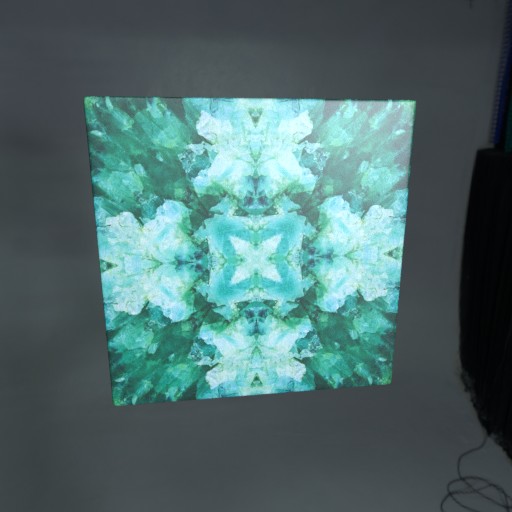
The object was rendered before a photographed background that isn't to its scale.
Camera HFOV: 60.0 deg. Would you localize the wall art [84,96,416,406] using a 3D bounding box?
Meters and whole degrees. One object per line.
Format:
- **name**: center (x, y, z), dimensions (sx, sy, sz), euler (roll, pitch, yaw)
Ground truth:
- **wall art**: center (0.000, 0.000, 0.469), dimensions (0.313, 0.313, 0.033), euler (-2, 15, -8)
